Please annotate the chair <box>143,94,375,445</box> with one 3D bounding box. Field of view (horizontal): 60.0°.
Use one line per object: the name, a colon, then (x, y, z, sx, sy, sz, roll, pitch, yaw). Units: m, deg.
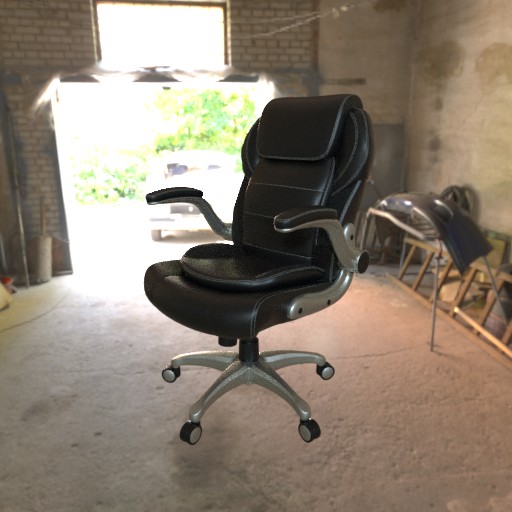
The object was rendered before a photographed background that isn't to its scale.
chair: (0.000, 0.000, 1.629, 0.724, 1.141, 0.801, 15, 22, 41)
